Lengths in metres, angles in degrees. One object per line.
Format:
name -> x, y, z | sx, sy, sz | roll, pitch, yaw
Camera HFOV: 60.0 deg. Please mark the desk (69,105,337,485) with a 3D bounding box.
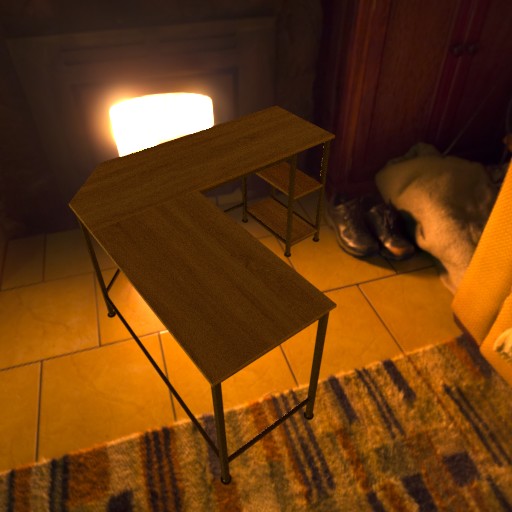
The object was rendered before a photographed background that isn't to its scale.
desk -> 0.000, 0.000, 2.226 | 1.379, 0.739, 1.379 | -27, 48, -27
